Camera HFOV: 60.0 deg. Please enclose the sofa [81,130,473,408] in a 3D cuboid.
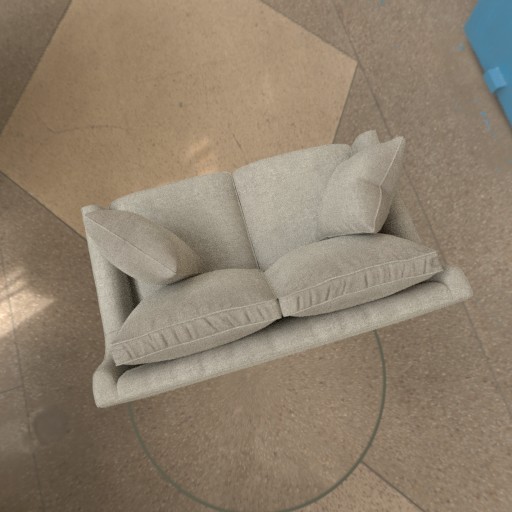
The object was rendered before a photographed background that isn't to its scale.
[{"bbox_3d":[0.000,0.000,2.009,1.422,0.863,0.915,-16,76,-4],"label":"sofa"}]
